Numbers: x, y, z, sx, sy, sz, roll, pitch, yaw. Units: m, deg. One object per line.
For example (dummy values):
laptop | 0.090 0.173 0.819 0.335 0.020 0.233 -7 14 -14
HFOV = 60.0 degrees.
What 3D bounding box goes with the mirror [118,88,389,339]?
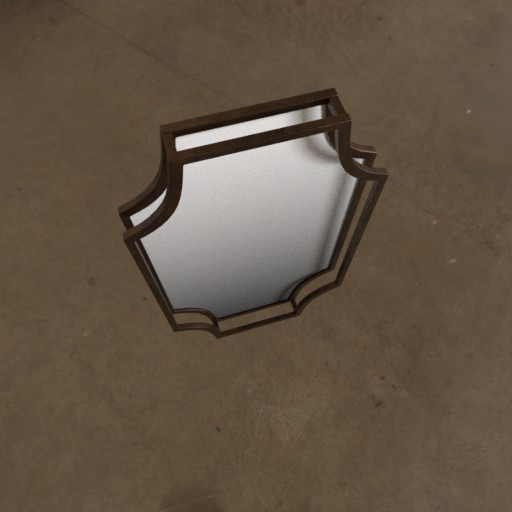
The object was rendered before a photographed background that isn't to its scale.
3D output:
mirror | 0.000 0.000 0.971 0.462 0.811 0.066 -15 64 -7
